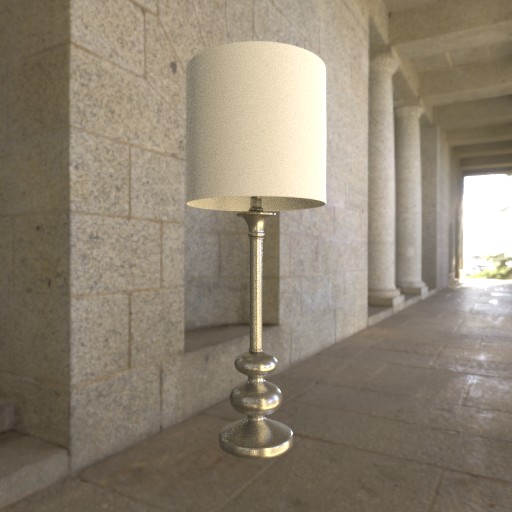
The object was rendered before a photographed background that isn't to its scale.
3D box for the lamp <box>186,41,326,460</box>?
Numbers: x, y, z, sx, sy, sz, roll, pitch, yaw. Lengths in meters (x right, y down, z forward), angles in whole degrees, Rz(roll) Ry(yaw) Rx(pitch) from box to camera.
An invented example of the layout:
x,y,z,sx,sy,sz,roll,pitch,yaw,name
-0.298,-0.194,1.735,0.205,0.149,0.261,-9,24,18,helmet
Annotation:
x,y,z,sx,sy,sz,roll,pitch,yaw,name
0.000,0.000,0.813,0.254,0.690,0.254,0,0,0,lamp
